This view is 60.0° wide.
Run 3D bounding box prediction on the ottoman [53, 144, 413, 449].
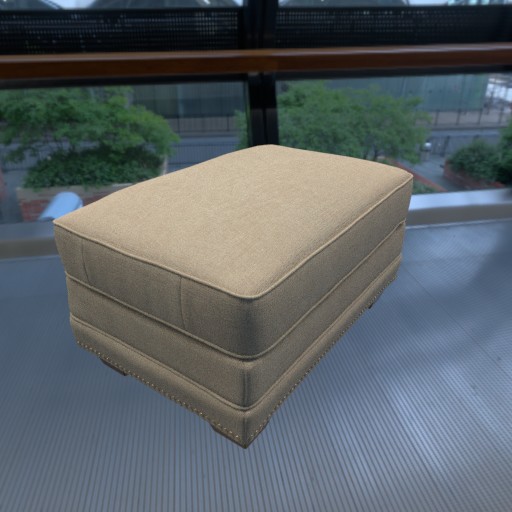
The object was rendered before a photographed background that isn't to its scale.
[{"bbox_3d":[0.000,0.000,1.164,0.559,0.458,0.813,18,31,31],"label":"ottoman"}]
